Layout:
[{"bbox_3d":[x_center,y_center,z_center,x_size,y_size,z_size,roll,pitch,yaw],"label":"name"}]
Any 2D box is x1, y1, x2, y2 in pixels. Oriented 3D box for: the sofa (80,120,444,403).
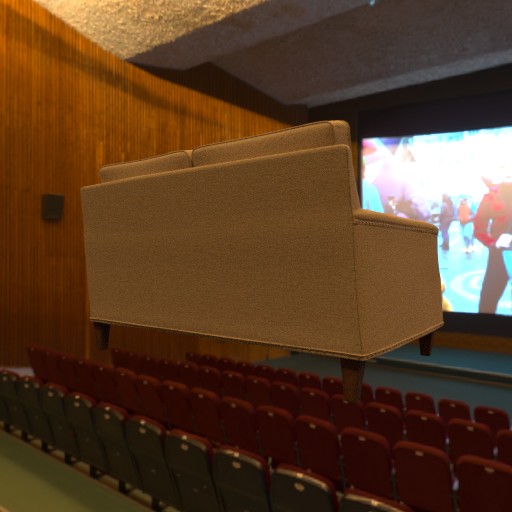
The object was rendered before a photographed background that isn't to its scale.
[{"bbox_3d":[0.000,0.000,2.283,1.597,1.003,1.084,0,0,36],"label":"sofa"}]
